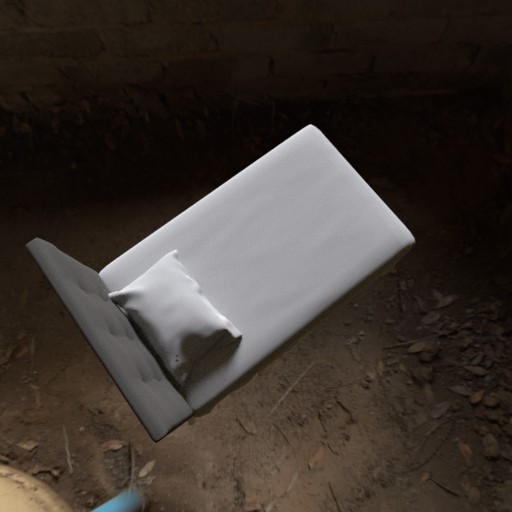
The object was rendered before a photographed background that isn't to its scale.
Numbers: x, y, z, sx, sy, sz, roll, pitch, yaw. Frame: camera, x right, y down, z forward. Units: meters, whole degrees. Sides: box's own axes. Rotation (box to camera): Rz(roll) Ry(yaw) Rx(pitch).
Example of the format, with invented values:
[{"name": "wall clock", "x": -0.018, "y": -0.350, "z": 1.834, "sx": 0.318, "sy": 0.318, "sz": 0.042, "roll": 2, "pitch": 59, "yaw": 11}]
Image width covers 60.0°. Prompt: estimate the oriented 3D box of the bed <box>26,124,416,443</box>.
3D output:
[{"name": "bed", "x": 0.000, "y": 0.000, "z": 2.934, "sx": 1.997, "sy": 1.571, "sz": 1.261, "roll": -36, "pitch": 78, "yaw": -9}]
